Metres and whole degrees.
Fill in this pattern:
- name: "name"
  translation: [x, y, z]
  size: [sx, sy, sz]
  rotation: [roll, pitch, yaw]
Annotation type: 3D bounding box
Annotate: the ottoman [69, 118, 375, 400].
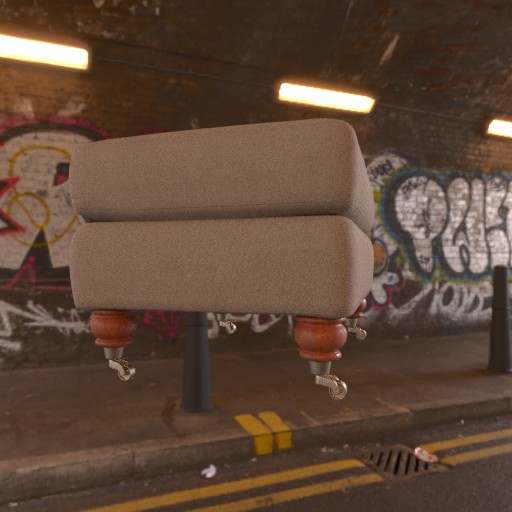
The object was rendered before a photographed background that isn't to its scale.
- name: "ottoman"
  translation: [0.000, 0.000, 1.139]
  size: [0.569, 0.504, 0.773]
  rotation: [0, -1, 17]
